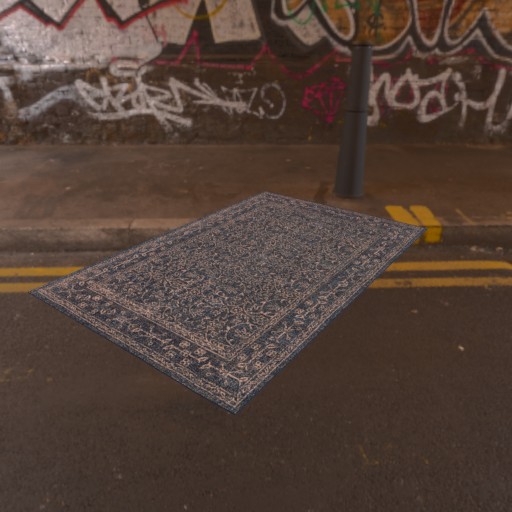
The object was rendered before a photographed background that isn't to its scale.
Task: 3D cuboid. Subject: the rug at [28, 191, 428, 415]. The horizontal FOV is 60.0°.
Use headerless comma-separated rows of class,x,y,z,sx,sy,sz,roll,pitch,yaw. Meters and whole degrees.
rug,0.000,0.000,2.313,1.200,0.005,1.819,18,32,33
